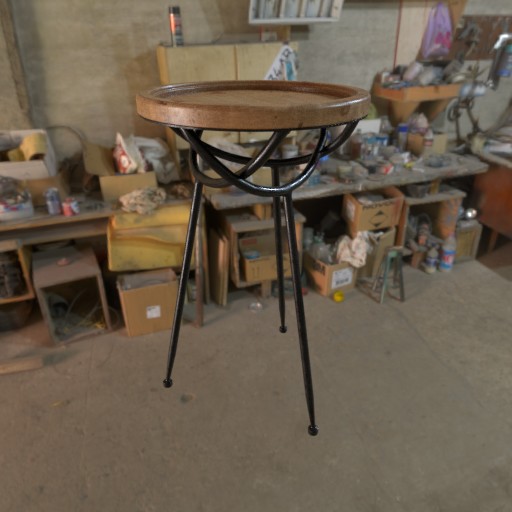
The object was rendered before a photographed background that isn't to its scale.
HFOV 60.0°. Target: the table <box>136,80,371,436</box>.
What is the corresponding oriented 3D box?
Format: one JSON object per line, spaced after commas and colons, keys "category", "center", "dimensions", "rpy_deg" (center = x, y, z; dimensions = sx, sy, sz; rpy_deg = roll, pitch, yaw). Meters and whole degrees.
{"category": "table", "center": [0.000, 0.000, 0.941], "dimensions": [0.414, 0.664, 0.418], "rpy_deg": [18, 32, 32]}
